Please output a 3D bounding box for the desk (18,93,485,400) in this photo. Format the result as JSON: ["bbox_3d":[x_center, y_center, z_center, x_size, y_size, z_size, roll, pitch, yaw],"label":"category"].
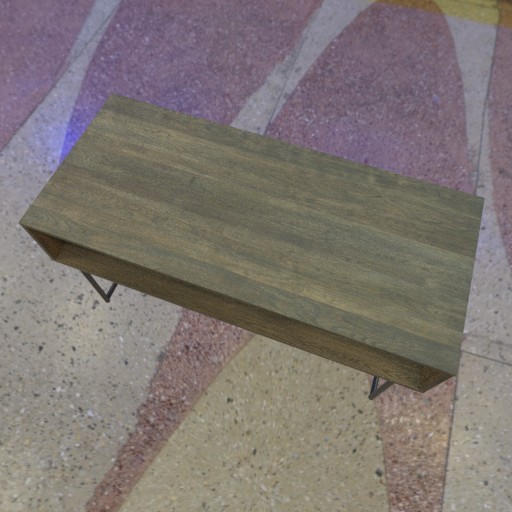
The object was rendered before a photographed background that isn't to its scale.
[{"bbox_3d":[0.000,0.000,2.009,1.600,0.780,0.730,18,64,9],"label":"desk"}]
